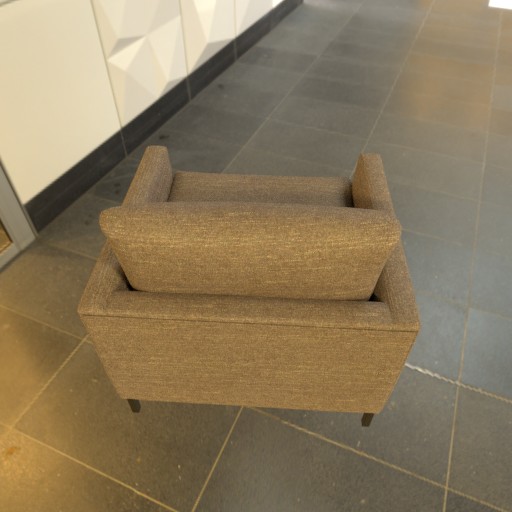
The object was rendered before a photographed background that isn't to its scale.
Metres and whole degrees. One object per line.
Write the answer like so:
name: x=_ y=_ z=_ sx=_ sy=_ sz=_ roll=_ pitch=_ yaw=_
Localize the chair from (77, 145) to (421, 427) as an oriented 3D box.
chair: x=0.000 y=0.000 z=1.579 sx=0.940 sy=0.841 sz=0.845 roll=3 pitch=45 yaw=3
